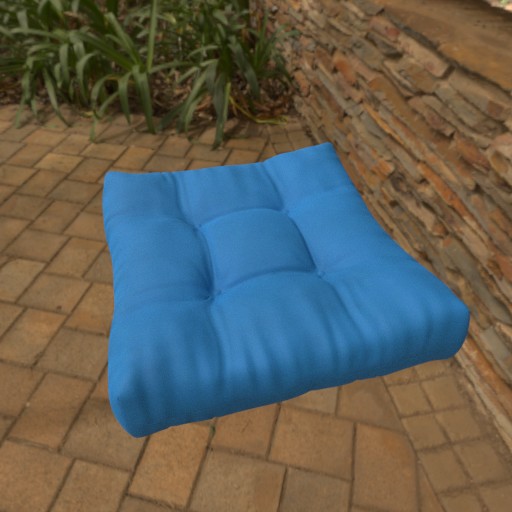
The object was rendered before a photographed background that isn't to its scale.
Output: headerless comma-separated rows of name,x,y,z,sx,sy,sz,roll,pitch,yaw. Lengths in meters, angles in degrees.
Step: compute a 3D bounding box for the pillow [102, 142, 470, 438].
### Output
pillow,0.000,0.000,0.713,0.468,0.128,0.490,-10,42,-12
